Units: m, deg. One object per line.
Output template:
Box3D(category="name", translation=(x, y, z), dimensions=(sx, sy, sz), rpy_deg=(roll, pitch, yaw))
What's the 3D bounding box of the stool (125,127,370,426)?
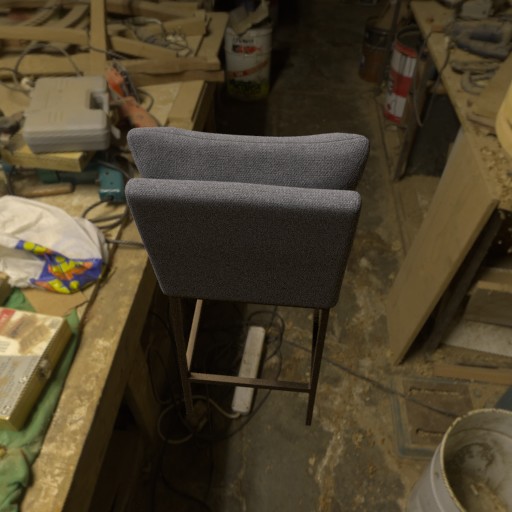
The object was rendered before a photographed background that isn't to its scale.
Box3D(category="stool", translation=(0.000, 0.000, 1.292), dimensions=(0.463, 1.031, 0.569), rpy_deg=(4, 47, 4))
